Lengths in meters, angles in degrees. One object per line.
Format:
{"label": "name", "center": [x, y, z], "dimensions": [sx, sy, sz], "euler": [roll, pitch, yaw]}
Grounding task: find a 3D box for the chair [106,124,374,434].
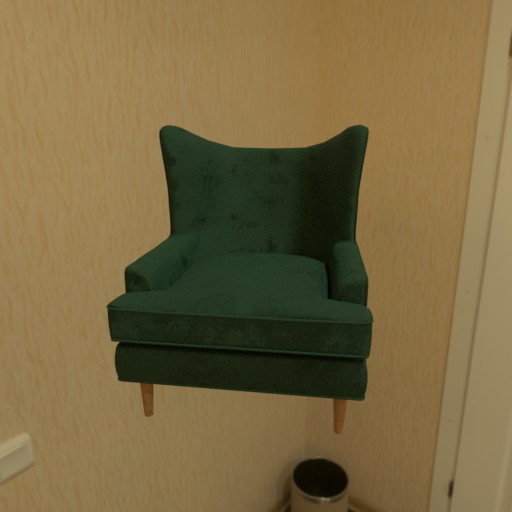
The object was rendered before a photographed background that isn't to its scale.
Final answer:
{"label": "chair", "center": [0.000, 0.000, 1.668], "dimensions": [0.793, 0.952, 0.910], "euler": [2, 16, 8]}
